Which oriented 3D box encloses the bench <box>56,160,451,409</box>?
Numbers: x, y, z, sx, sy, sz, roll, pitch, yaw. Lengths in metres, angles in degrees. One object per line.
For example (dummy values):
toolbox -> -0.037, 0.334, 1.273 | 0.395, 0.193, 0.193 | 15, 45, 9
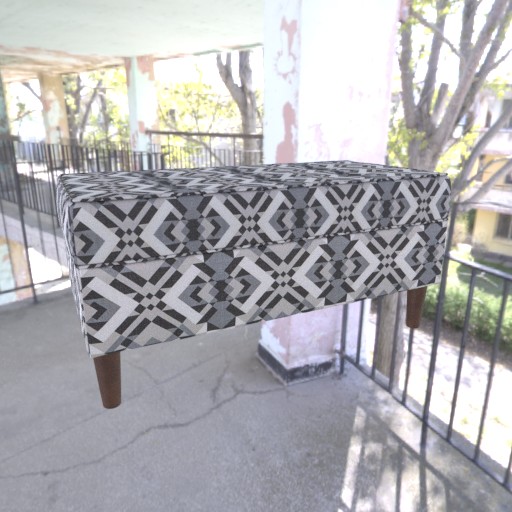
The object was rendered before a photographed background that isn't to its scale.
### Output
bench -> 0.000, 0.000, 1.292 | 1.016, 0.477, 0.492 | -8, 19, -25
